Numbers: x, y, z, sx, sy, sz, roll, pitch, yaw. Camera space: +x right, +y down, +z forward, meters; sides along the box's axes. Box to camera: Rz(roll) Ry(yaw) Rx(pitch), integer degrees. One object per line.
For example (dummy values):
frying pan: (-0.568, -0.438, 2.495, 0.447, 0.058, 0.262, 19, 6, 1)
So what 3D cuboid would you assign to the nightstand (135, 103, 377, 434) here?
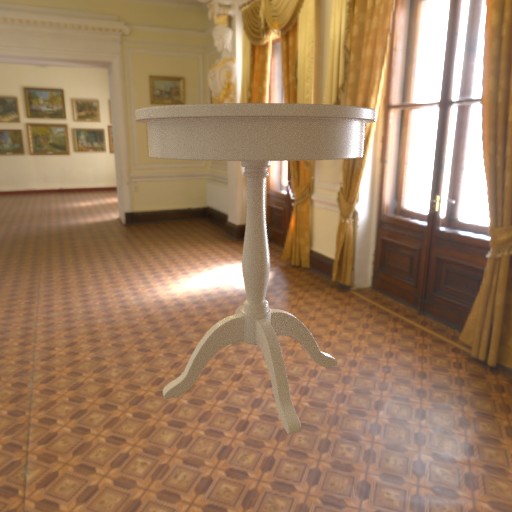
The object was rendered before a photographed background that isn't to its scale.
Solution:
nightstand: (0.000, 0.000, 1.054, 0.513, 0.653, 0.513, -3, 15, -11)
